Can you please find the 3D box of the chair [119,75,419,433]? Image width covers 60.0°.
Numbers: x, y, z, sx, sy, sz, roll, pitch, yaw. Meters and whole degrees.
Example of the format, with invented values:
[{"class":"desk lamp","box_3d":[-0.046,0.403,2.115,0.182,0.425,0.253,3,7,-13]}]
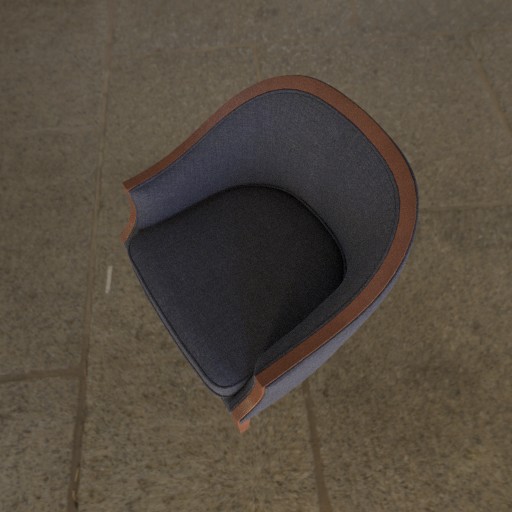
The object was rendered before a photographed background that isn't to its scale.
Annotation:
[{"class":"chair","box_3d":[0.000,0.000,1.470,0.735,0.876,0.803,-32,67,-15]}]
